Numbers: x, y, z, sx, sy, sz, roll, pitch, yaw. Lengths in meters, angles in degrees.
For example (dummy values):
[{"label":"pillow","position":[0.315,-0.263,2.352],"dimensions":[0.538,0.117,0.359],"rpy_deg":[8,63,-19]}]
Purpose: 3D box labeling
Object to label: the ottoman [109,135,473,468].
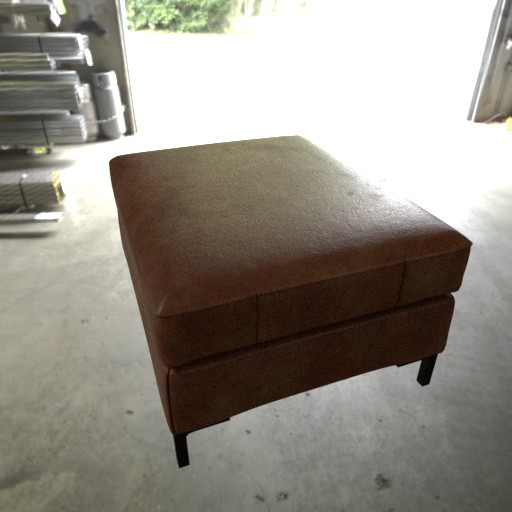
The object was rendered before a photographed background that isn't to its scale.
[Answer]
[{"label":"ottoman","position":[0.000,0.000,1.767],"dimensions":[0.965,0.667,1.186],"rpy_deg":[-11,33,-18]}]
